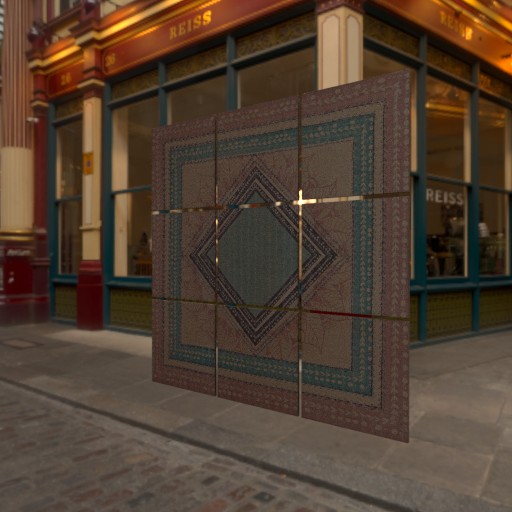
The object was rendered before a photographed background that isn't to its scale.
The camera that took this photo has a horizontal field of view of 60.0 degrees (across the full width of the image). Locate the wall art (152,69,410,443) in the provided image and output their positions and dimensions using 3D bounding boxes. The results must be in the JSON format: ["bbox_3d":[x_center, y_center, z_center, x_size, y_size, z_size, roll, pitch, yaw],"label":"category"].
[{"bbox_3d":[0.000,0.000,2.248,1.527,1.525,0.014,0,1,35],"label":"wall art"}]
